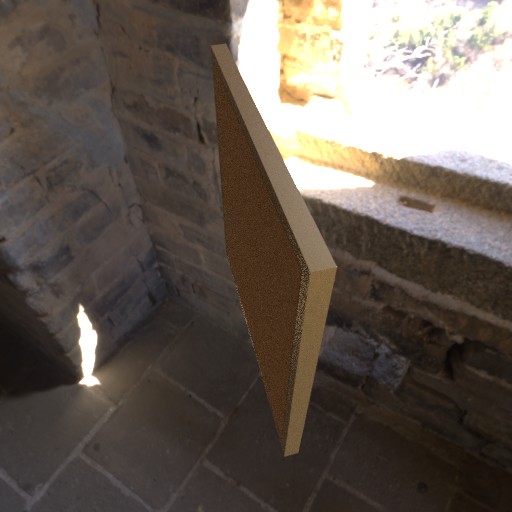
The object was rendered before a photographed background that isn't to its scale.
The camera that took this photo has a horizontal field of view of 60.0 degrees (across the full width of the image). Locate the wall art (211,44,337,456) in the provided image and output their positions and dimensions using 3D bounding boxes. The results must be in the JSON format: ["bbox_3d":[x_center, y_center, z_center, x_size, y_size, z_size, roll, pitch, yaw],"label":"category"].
[{"bbox_3d":[0.000,0.000,2.896,0.099,1.926,1.926,-11,49,-10],"label":"wall art"}]
